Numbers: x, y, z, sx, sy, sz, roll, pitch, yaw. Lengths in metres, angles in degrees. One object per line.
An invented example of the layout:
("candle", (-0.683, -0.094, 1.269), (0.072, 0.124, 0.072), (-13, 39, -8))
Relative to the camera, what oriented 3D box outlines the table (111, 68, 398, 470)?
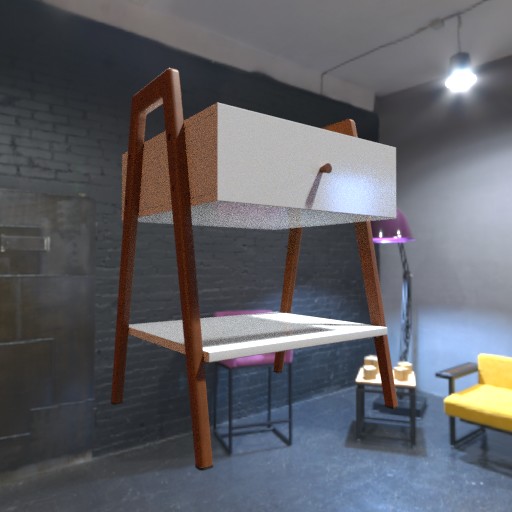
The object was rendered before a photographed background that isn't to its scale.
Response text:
("table", (0.000, 0.000, 0.901), (0.457, 0.610, 0.405), (1, -1, -37))
